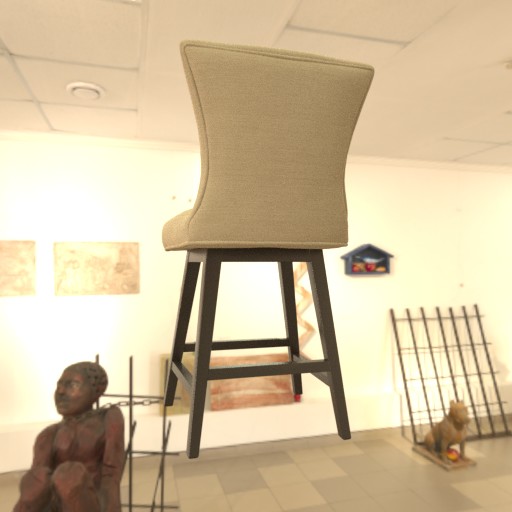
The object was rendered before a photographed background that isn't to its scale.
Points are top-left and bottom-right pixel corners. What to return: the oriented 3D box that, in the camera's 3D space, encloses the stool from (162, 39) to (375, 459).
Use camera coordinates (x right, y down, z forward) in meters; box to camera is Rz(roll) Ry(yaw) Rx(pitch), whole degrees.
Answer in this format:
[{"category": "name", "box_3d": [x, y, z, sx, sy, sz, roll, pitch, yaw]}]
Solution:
[{"category": "stool", "box_3d": [0.000, 0.000, 1.312, 0.514, 1.000, 0.574, 0, -1, -16]}]
